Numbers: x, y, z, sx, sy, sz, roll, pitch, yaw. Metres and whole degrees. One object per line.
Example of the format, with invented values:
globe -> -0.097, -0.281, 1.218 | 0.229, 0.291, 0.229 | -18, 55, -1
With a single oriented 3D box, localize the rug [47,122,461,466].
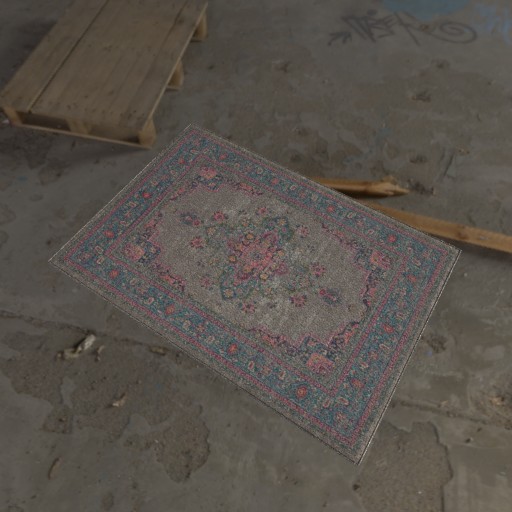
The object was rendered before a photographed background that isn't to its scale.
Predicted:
rug -> 0.000, 0.000, 3.755 | 2.890, 0.013, 2.005 | 29, 63, 16
